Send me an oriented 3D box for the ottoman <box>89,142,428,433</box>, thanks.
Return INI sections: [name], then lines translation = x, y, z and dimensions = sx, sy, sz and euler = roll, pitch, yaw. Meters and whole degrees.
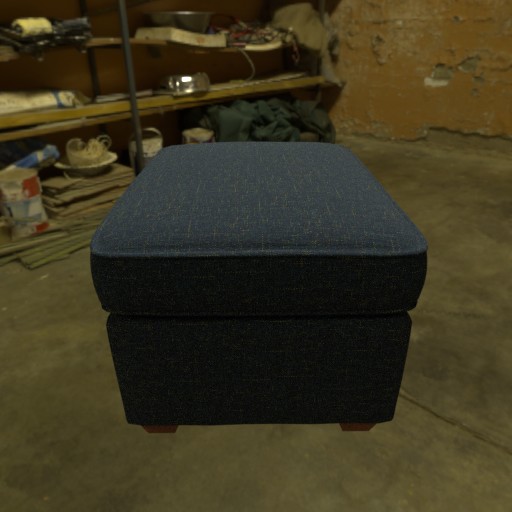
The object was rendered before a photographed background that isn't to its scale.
[ottoman]
translation = 0.000, 0.000, 1.065
dimensions = 0.549, 0.450, 0.749
euler = 0, 27, -1
